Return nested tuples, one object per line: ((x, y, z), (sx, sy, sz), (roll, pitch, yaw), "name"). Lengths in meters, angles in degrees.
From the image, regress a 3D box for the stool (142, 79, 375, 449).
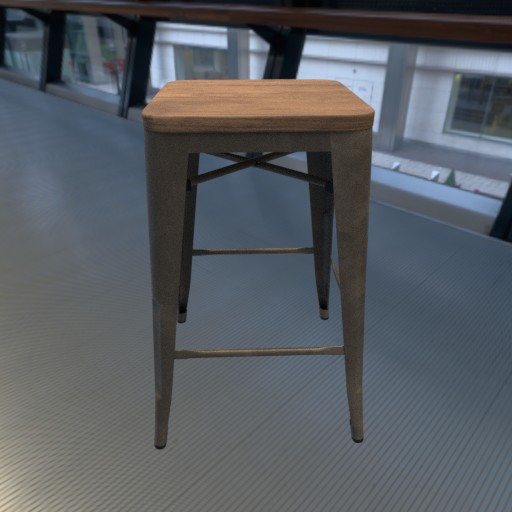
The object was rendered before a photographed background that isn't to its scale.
((0.000, 0.000, 0.873), (0.407, 0.607, 0.407), (-1, 30, -2), "stool")
